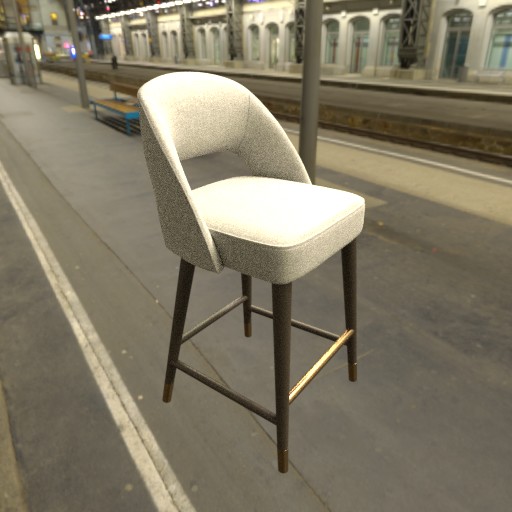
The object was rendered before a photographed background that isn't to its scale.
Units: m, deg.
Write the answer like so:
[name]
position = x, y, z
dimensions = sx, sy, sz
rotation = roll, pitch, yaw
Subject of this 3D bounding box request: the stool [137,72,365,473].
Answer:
[stool]
position = 0.000, 0.000, 1.242
dimensions = 0.509, 0.940, 0.494
rotation = 17, 30, 32
